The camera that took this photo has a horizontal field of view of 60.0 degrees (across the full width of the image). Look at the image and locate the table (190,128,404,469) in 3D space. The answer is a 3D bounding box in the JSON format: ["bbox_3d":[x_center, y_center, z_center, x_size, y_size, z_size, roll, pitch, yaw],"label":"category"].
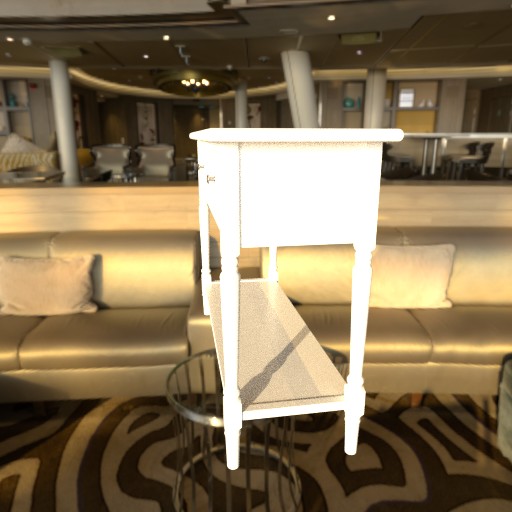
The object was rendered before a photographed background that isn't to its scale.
[{"bbox_3d":[0.000,0.000,1.508,0.386,0.814,1.191,-3,15,-9],"label":"table"}]
